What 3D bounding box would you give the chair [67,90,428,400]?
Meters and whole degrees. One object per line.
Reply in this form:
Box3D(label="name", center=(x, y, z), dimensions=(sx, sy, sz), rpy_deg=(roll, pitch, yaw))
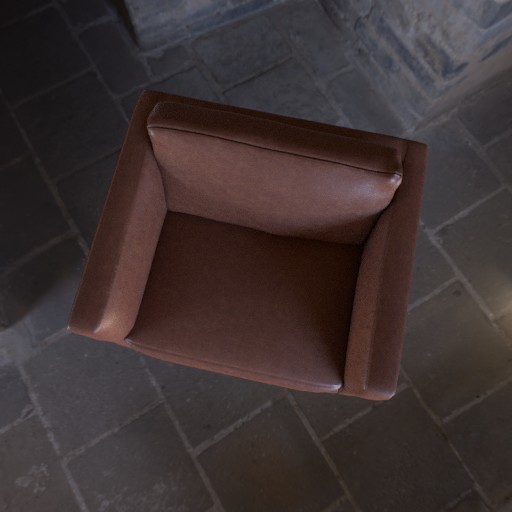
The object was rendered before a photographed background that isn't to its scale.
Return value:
Box3D(label="chair", center=(0.000, 0.000, 1.802), dimensions=(1.107, 0.917, 0.959), rpy_deg=(12, 76, 3))
